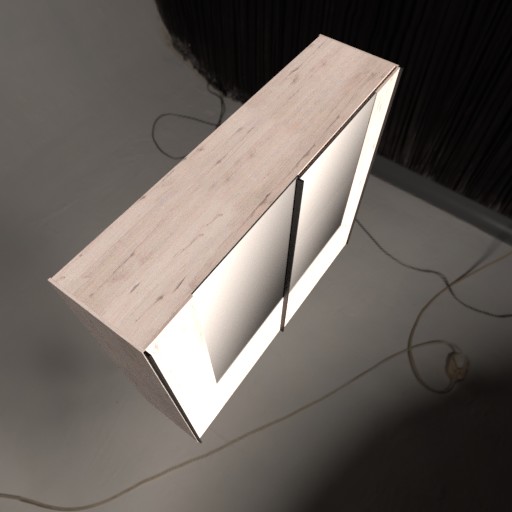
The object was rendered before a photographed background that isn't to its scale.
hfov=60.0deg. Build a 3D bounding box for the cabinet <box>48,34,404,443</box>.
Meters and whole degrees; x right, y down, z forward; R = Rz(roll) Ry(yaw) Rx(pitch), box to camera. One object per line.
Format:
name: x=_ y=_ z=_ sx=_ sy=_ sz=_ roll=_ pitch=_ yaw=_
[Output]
cabinet: x=0.000 y=0.000 z=3.480 sx=0.660 sy=2.180 sz=2.500 roll=31 pitch=63 yaw=18
